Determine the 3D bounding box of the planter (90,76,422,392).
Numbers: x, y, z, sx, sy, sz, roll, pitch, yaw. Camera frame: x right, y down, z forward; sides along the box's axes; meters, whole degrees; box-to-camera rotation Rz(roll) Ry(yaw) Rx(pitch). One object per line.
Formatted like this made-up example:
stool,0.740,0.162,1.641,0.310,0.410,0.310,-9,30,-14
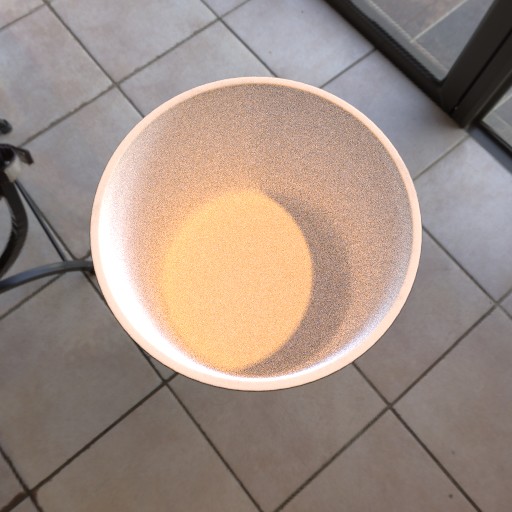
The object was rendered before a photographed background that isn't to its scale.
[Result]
planter,0.000,0.000,0.446,0.254,0.221,0.254,0,75,0
